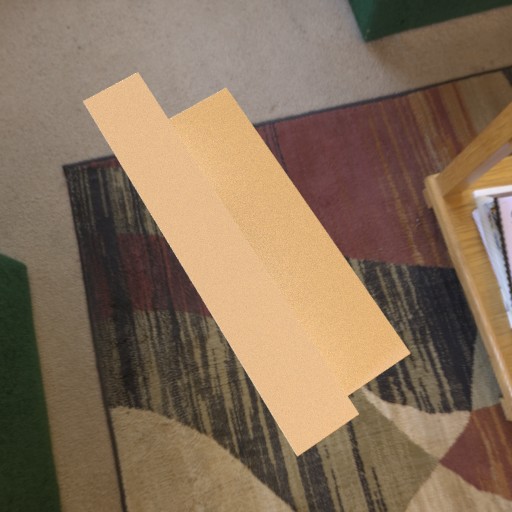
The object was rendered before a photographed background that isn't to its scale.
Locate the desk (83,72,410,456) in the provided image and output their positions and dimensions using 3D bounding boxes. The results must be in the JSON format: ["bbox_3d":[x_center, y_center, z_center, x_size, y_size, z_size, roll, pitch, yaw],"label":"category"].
[{"bbox_3d":[0.000,0.000,1.757,0.559,0.990,1.199,-31,79,-7],"label":"desk"}]
